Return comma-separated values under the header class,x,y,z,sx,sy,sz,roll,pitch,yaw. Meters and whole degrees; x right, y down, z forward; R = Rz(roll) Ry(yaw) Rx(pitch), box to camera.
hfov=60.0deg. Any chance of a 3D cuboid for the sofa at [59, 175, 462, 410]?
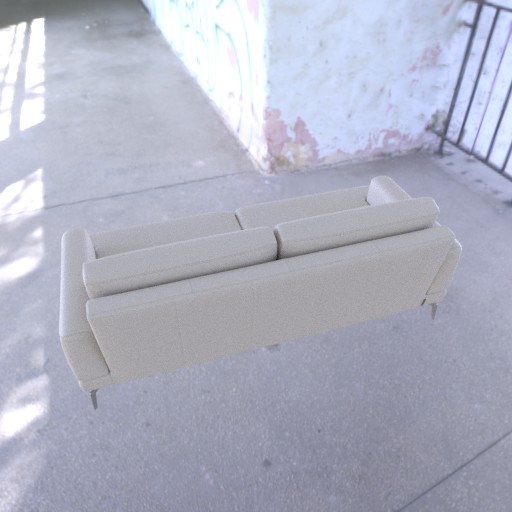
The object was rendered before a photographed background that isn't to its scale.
class,x,y,z,sx,sy,sz,roll,pitch,yaw
sofa,0.000,0.000,2.378,1.940,0.765,0.974,-12,42,-13
